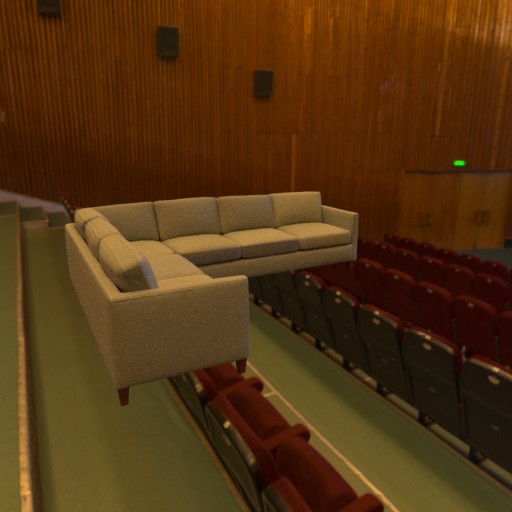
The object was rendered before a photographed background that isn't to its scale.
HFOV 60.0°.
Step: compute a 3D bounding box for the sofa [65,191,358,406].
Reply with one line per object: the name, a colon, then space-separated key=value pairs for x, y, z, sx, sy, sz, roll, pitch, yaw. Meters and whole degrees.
sofa: x=0.000 y=0.000 z=4.439 sx=3.301 sy=0.947 sz=2.592 roll=-8 pitch=17 yaw=-27
